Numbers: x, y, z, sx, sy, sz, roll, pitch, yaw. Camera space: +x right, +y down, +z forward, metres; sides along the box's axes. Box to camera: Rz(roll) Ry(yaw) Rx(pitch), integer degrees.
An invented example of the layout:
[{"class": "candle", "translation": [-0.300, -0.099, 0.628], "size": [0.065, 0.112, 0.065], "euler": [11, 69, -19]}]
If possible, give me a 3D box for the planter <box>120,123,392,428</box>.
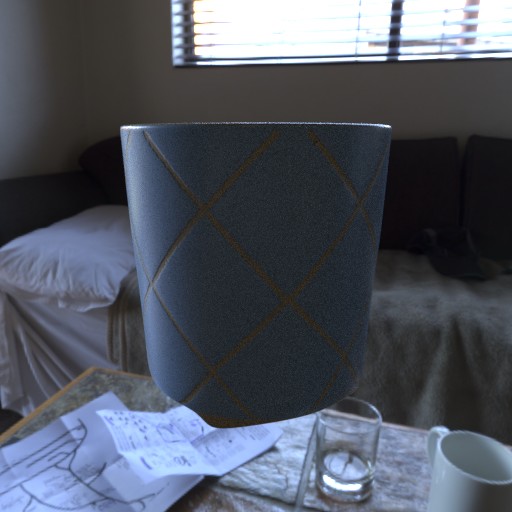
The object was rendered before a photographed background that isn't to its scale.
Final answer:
[{"class": "planter", "translation": [0.000, 0.000, 0.417], "size": [0.227, 0.235, 0.227], "euler": [0, 15, 0]}]
